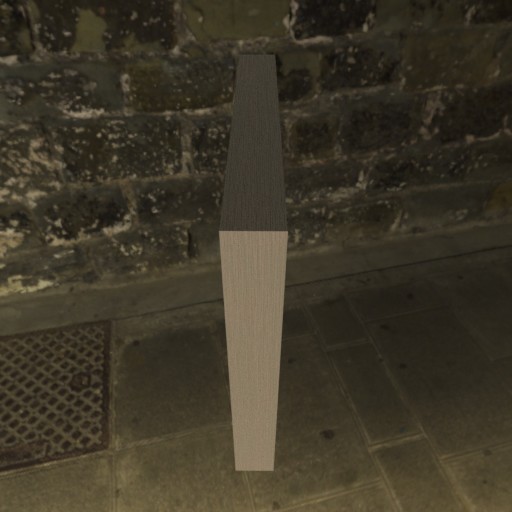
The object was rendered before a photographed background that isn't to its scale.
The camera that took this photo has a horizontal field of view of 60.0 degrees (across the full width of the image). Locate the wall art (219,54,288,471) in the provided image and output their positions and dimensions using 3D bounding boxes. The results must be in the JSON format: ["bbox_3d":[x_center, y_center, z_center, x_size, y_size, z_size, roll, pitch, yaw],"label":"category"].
[{"bbox_3d":[0.000,0.000,0.457,0.038,0.303,0.304,0,41,0],"label":"wall art"}]
